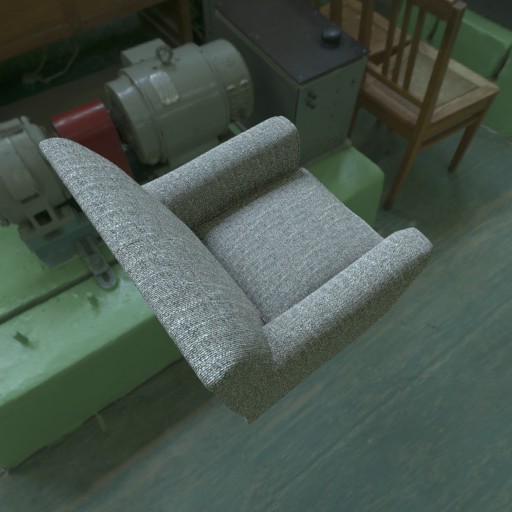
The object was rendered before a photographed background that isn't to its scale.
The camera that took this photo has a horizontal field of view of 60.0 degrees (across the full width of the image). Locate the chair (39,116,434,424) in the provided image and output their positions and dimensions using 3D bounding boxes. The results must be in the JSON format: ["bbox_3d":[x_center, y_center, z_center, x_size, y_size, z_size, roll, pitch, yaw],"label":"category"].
[{"bbox_3d":[0.000,0.000,1.562,0.873,0.928,0.864,-32,63,-19],"label":"chair"}]
